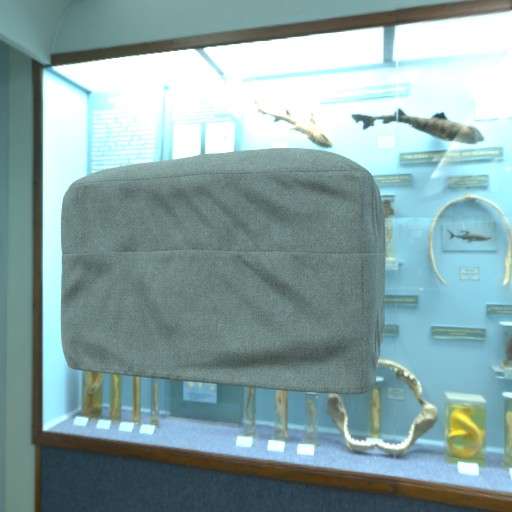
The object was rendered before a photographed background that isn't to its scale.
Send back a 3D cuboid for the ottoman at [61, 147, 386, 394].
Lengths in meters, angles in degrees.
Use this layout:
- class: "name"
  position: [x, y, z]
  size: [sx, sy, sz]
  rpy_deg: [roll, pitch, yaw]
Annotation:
- class: "ottoman"
  position: [0.000, 0.000, 1.234]
  size: [0.683, 0.481, 0.837]
  rpy_deg: [0, 0, 18]
